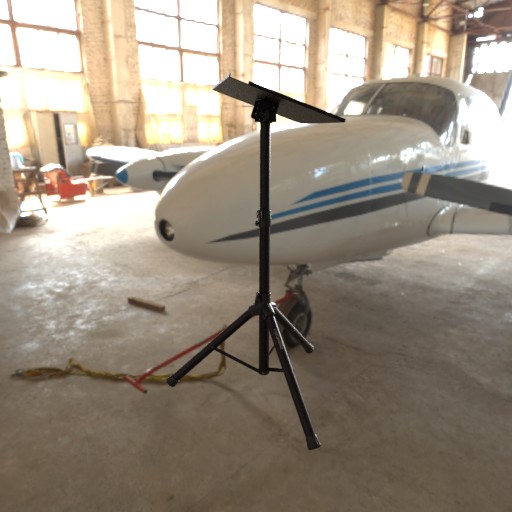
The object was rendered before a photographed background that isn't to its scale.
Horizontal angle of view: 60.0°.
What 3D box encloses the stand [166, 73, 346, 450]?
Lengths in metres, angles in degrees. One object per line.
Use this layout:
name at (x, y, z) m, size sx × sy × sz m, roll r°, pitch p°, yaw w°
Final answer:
stand at (0.000, 0.000, 1.618) m, size 0.702 × 1.198 × 0.702 m, roll -3°, pitch 16°, yaw -11°
